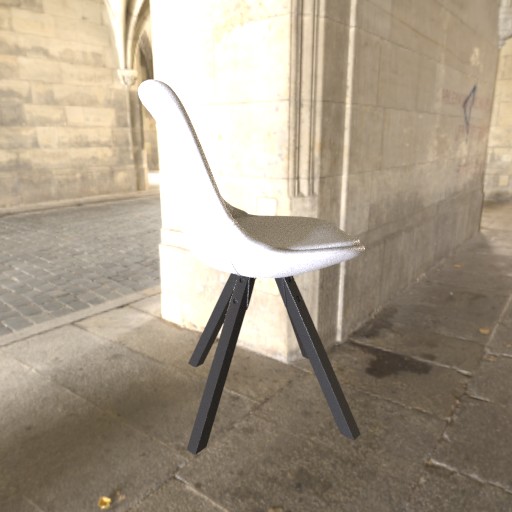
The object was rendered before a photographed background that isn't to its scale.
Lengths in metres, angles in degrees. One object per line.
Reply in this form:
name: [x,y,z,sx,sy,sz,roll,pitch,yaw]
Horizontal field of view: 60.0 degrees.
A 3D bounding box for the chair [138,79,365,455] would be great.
chair: [0.000,0.000,1.186,0.550,0.850,0.485,-2,15,-8]
